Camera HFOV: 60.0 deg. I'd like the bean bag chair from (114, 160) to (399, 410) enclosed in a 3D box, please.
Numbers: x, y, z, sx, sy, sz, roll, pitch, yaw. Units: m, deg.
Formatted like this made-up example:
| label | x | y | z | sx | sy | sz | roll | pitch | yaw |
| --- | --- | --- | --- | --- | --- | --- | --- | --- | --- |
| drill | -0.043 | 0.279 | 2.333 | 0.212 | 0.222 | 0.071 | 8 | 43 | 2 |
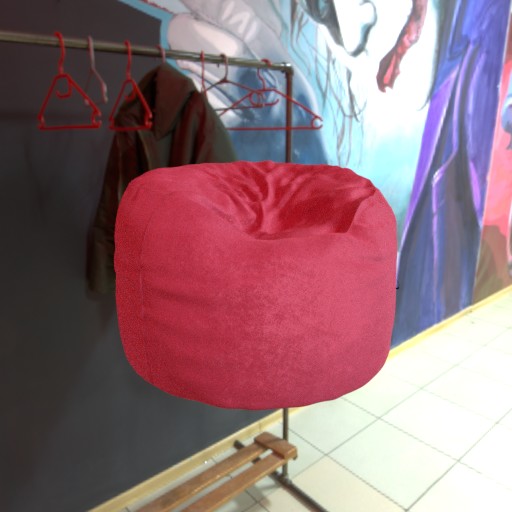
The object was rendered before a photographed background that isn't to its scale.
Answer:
| label | x | y | z | sx | sy | sz | roll | pitch | yaw |
| --- | --- | --- | --- | --- | --- | --- | --- | --- | --- |
| bean bag chair | 0.000 | 0.000 | 1.962 | 1.218 | 0.788 | 1.218 | 0 | 15 | 0 |
